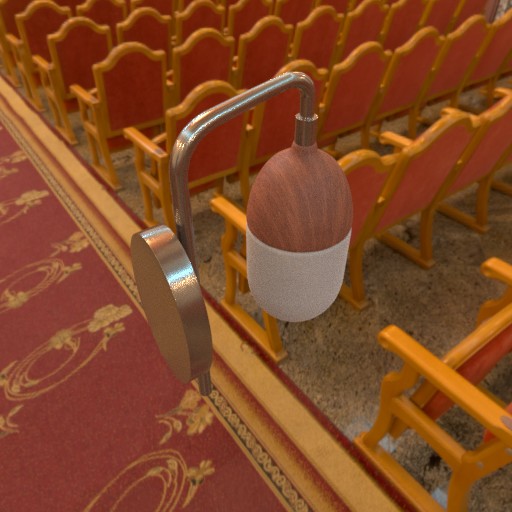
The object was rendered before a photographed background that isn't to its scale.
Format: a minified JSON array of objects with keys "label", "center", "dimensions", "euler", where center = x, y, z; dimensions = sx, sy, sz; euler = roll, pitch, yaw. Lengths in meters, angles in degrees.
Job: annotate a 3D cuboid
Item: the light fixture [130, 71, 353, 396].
[{"label":"light fixture","center":[0.000,0.000,0.442],"dimensions":[0.216,0.343,0.108],"euler":[-25,46,-27]}]
